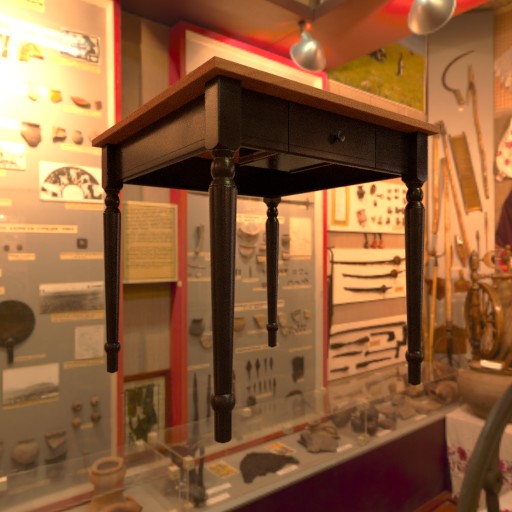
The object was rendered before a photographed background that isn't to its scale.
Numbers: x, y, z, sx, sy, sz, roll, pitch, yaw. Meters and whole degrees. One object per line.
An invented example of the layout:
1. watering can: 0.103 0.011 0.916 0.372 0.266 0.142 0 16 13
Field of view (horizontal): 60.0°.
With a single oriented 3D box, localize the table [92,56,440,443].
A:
1. table: 0.000 0.000 1.335 0.747 0.738 0.747 0 0 -37
